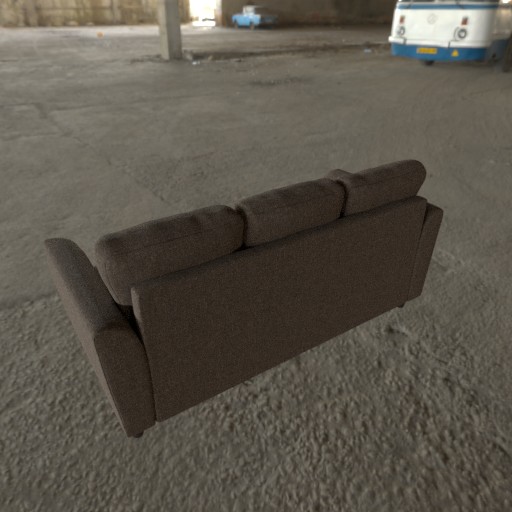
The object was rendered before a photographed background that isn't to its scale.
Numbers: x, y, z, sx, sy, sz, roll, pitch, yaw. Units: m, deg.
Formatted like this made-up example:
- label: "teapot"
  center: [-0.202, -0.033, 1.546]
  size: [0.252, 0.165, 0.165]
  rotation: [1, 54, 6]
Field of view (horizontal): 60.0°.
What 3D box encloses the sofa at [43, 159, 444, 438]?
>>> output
- label: "sofa"
  center: [0.000, 0.000, 2.280]
  size: [1.847, 0.891, 0.837]
  rotation: [-18, 35, -29]
